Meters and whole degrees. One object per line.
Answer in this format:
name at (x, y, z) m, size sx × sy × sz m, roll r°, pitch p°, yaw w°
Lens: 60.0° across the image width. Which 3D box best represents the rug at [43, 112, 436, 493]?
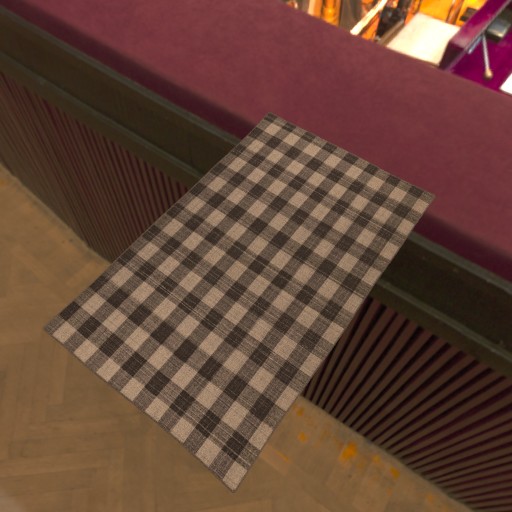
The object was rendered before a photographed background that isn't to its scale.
rug at (0.000, 0.000, 3.072) m, size 1.554 × 0.011 × 2.476 m, roll 32°, pitch 64°, yaw 18°
